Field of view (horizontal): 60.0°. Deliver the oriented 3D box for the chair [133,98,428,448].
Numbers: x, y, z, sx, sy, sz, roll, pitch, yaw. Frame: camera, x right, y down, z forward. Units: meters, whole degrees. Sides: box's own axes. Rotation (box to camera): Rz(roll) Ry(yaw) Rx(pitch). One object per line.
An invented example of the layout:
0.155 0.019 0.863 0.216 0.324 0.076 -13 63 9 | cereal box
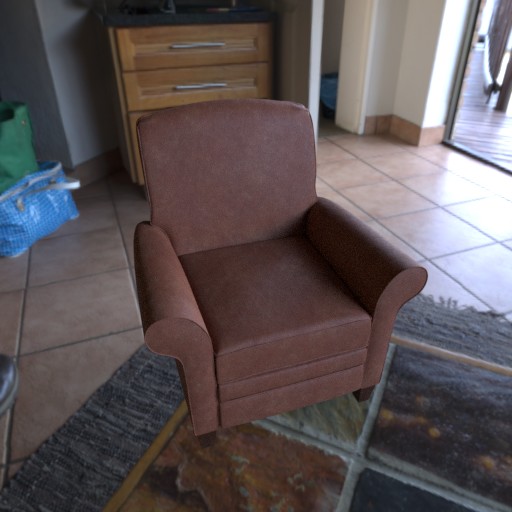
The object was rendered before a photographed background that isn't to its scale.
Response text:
0.000 0.000 1.796 0.978 1.061 0.902 -10 33 -16 | chair
